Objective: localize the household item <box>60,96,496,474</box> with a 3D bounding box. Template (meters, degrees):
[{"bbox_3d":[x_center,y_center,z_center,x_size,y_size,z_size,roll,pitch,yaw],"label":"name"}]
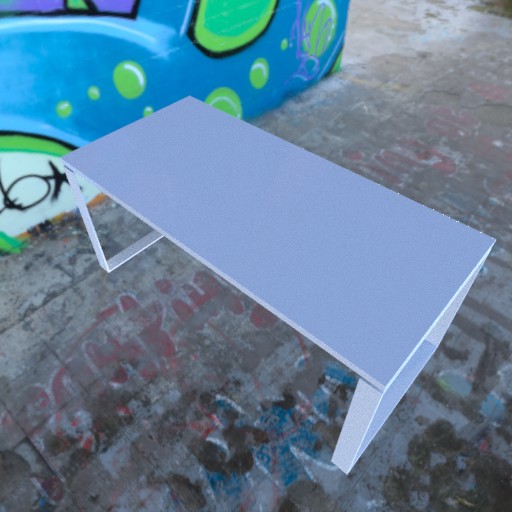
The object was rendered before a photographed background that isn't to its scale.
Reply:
[{"bbox_3d":[0.000,0.000,2.115,1.700,0.745,0.800,33,55,27],"label":"household item"}]
